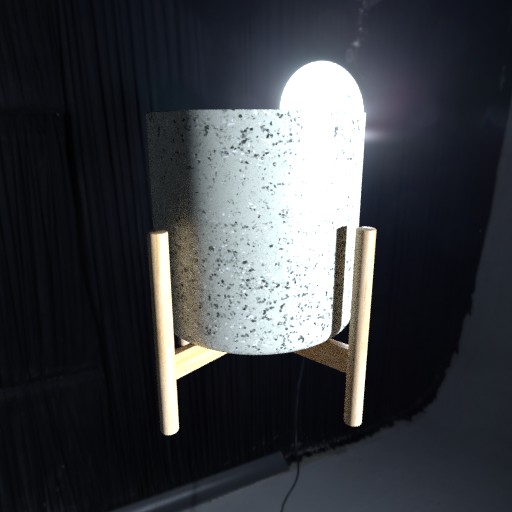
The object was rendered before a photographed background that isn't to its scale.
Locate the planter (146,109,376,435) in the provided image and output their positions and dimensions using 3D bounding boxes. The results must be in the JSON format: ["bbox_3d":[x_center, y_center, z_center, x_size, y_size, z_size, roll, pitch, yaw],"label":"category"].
[{"bbox_3d":[0.000,0.000,0.685,0.360,0.419,0.360,-8,18,-25],"label":"planter"}]
